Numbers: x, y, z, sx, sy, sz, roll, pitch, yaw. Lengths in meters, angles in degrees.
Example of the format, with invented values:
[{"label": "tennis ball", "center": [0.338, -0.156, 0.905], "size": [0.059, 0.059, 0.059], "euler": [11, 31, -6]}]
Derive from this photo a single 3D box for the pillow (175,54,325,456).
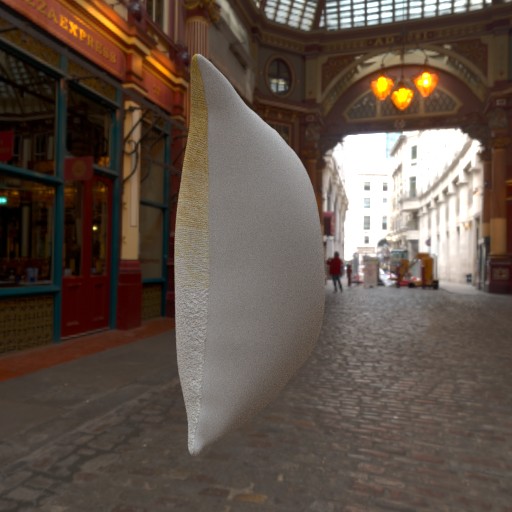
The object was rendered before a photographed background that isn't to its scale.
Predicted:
[{"label": "pillow", "center": [0.000, 0.000, 0.697], "size": [0.211, 0.450, 0.450], "euler": [0, 0, 17]}]
